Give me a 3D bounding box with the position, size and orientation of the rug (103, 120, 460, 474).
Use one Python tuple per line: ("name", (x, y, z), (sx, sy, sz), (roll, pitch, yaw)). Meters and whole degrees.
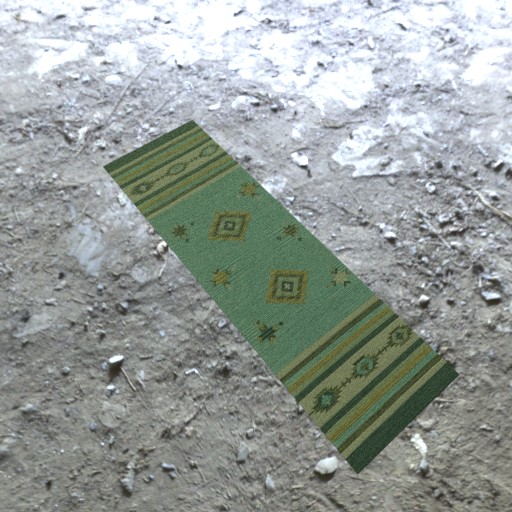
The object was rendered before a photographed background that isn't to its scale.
("rug", (0.000, 0.000, 2.671), (0.744, 0.010, 2.441), (-34, 64, -19))
